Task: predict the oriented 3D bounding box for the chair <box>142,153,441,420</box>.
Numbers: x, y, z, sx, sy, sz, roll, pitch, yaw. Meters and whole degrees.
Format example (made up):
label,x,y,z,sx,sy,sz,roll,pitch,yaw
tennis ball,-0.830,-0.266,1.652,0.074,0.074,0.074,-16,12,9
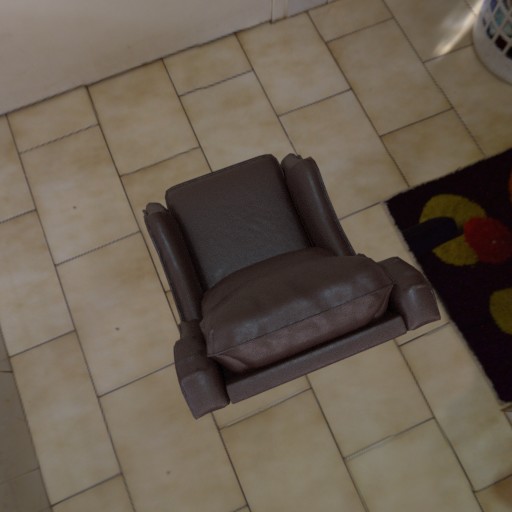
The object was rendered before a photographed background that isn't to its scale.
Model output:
label,x,y,z,sx,sy,sz,roll,pitch,yaw
chair,0.000,0.000,1.785,0.770,1.132,0.982,-21,75,-6
